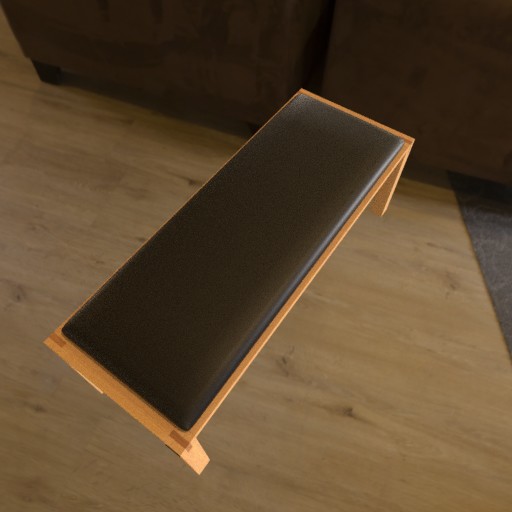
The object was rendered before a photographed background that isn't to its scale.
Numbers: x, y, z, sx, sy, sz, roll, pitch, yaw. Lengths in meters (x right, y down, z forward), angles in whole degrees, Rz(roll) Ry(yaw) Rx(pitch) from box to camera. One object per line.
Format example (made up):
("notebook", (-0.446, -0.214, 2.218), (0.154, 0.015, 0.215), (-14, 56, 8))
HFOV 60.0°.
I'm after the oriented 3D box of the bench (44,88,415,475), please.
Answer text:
("bench", (0.000, 0.000, 1.436), (0.450, 0.430, 1.202), (31, 63, 18))
